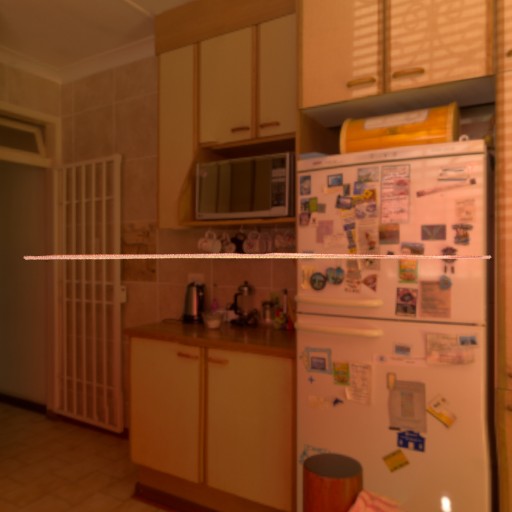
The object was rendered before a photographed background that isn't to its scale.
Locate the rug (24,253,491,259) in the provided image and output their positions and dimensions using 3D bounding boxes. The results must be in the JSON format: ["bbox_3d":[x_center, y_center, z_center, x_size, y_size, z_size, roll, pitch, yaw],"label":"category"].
[{"bbox_3d":[0.000,0.000,2.526,2.320,0.032,0.692,0,0,1],"label":"rug"}]
